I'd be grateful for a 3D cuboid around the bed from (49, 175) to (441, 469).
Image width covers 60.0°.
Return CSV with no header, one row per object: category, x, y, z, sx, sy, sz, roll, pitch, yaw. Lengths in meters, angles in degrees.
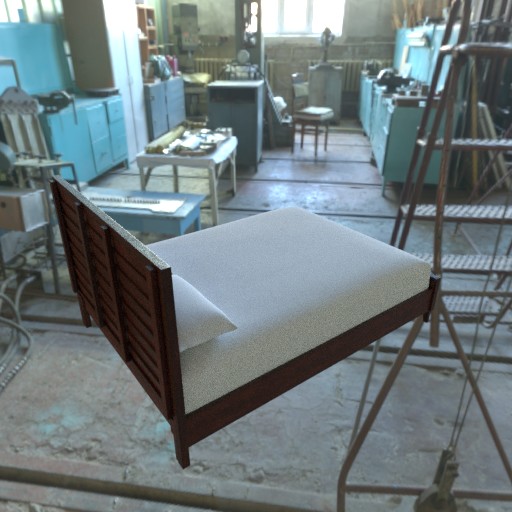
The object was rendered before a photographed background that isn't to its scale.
bed,0.000,0.000,4.022,2.803,1.492,2.040,-19,32,-32
